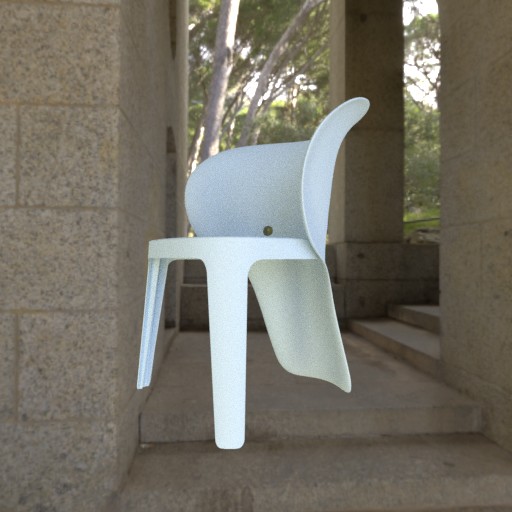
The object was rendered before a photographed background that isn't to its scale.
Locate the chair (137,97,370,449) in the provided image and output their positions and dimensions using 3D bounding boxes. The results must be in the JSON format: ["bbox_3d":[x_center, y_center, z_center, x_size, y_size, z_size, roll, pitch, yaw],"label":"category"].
[{"bbox_3d":[0.000,0.000,0.878,0.402,0.554,0.451,0,0,-34],"label":"chair"}]
